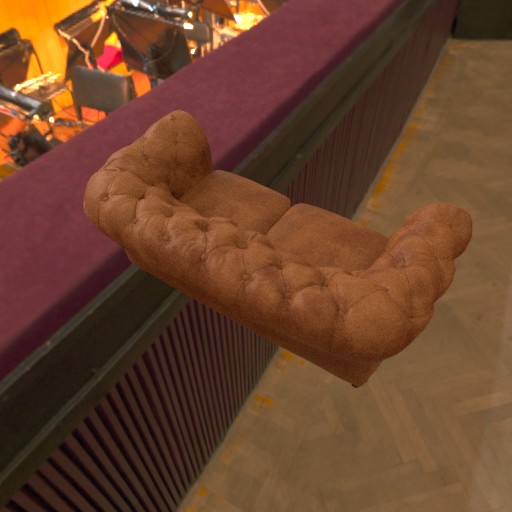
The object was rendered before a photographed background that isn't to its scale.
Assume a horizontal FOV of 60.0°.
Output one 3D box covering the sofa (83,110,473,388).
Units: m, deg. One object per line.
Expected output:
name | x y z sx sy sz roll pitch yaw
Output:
sofa | 0.000 0.000 2.536 1.979 0.877 1.042 25 52 22
